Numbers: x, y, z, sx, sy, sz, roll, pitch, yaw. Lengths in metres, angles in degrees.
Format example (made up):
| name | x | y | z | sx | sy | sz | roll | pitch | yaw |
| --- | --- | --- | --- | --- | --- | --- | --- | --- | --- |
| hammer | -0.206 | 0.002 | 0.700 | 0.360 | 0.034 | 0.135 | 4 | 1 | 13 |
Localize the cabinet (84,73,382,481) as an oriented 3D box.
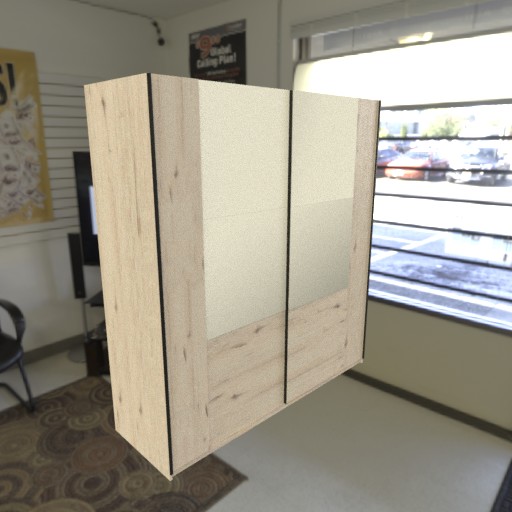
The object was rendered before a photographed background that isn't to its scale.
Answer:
| name | x | y | z | sx | sy | sz | roll | pitch | yaw |
| --- | --- | --- | --- | --- | --- | --- | --- | --- | --- |
| cabinet | 0.000 | 0.000 | 3.159 | 2.000 | 2.180 | 0.660 | -14 | 20 | -43 |
